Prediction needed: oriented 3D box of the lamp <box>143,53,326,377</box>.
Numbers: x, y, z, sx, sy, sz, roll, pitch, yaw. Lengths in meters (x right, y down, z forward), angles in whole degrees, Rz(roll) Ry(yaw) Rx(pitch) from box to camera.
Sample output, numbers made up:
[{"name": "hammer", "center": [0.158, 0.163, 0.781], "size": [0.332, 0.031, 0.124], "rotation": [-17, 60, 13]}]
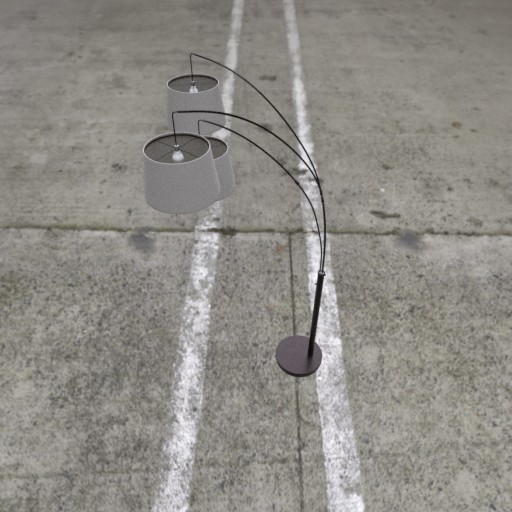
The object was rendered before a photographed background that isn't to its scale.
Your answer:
[{"name": "lamp", "center": [0.000, 0.000, 2.468], "size": [0.924, 1.950, 0.951], "rotation": [0, 42, 0]}]
